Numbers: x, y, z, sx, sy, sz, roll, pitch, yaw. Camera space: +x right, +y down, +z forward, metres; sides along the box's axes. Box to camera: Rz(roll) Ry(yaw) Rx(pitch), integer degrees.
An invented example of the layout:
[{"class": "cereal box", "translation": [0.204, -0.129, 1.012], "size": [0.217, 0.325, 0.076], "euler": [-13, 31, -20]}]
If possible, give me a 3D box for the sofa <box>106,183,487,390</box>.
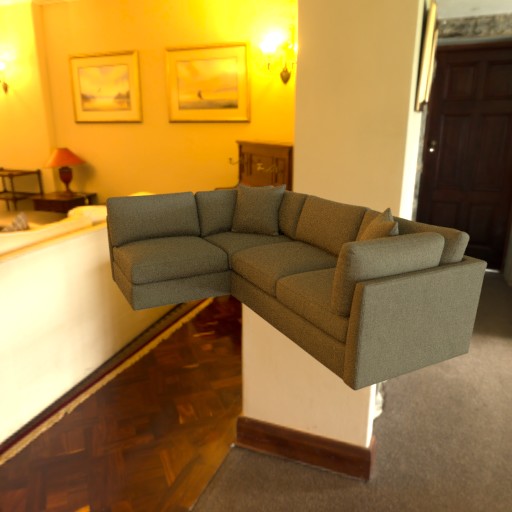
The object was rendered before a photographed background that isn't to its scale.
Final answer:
[{"class": "sofa", "translation": [0.000, 0.000, 3.808], "size": [1.994, 0.978, 2.896], "euler": [-8, 18, -26]}]
